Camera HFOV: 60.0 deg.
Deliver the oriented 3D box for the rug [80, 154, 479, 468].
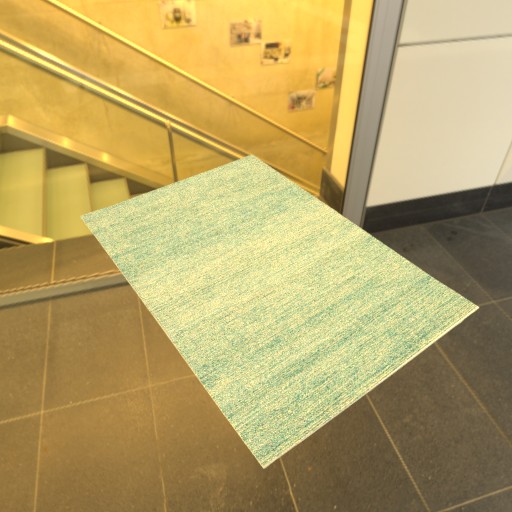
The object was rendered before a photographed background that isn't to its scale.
[{"bbox_3d":[0.000,0.000,2.962,1.593,0.029,2.305,-25,47,-26],"label":"rug"}]
